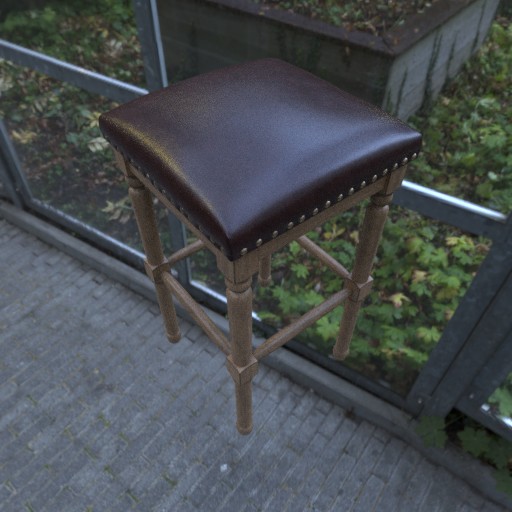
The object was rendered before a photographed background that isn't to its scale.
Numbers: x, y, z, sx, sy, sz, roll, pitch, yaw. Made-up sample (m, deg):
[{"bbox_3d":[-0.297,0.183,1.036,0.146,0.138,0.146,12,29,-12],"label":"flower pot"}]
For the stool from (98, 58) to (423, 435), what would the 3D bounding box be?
[{"bbox_3d":[0.000,0.000,0.932,0.383,0.702,0.382,-30,53,-25],"label":"stool"}]
